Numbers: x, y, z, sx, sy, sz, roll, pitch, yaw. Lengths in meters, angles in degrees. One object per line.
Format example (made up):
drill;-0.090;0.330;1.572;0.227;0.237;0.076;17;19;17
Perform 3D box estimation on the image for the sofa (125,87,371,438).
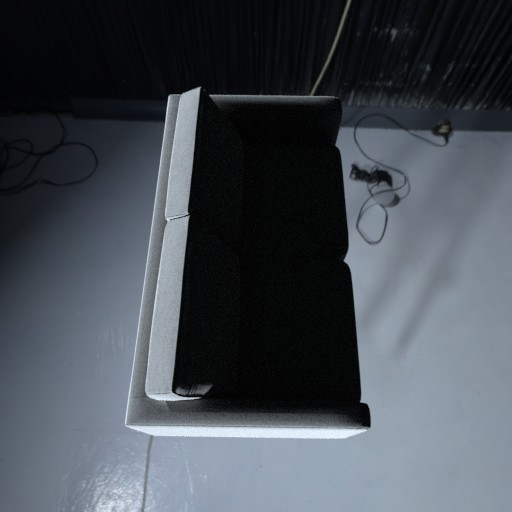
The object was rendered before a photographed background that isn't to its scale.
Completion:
sofa;0.000;0.000;2.322;1.000;0.900;1.731;1;64;0
